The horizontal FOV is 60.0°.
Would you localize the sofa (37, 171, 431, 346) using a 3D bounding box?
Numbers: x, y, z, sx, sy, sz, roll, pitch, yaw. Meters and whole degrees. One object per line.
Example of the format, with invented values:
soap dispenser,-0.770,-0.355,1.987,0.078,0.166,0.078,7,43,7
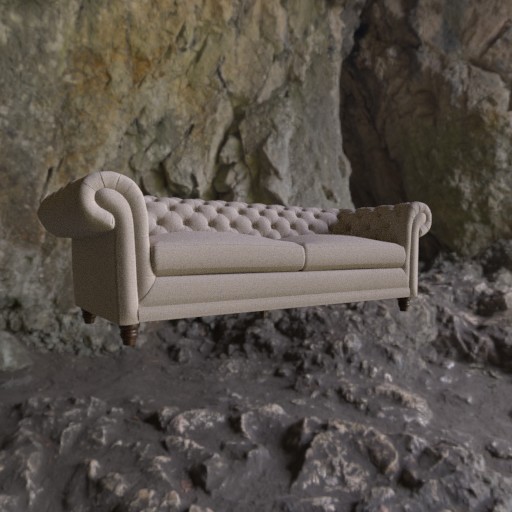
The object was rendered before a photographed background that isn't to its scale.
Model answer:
sofa,0.000,0.000,3.120,2.694,0.847,1.076,-1,1,-34
